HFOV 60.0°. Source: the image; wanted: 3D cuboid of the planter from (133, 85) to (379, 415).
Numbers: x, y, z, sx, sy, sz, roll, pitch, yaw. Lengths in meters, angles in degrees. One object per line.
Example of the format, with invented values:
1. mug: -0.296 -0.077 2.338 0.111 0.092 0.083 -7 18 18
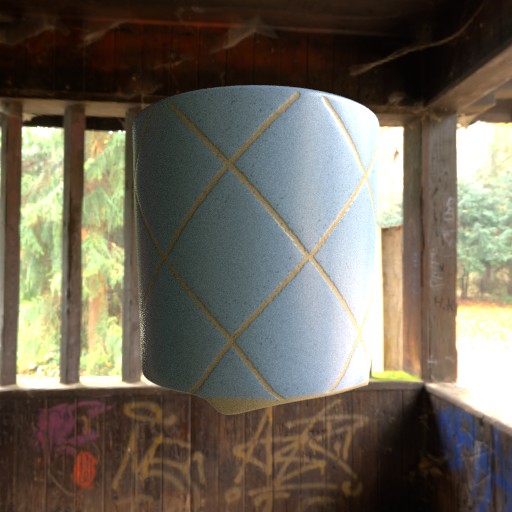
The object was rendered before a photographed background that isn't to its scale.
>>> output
1. planter: 0.000 0.000 0.421 0.227 0.235 0.227 0 -2 0
